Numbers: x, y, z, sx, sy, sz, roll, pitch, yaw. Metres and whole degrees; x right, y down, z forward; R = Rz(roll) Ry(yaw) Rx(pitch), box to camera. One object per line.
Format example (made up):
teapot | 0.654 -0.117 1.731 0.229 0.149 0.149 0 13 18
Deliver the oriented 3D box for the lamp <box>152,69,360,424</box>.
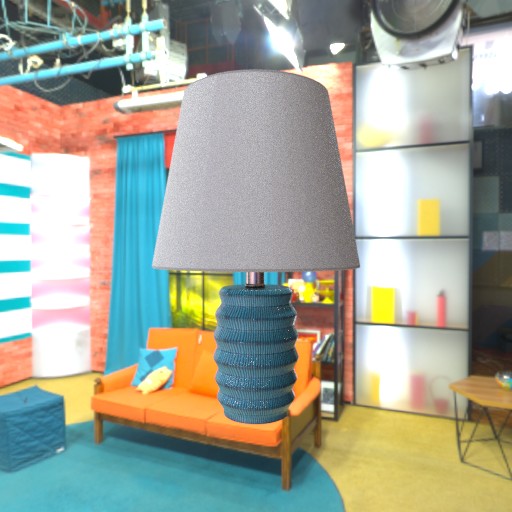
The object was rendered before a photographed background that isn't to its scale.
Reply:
lamp | 0.000 0.000 0.554 0.254 0.392 0.254 0 1 0
